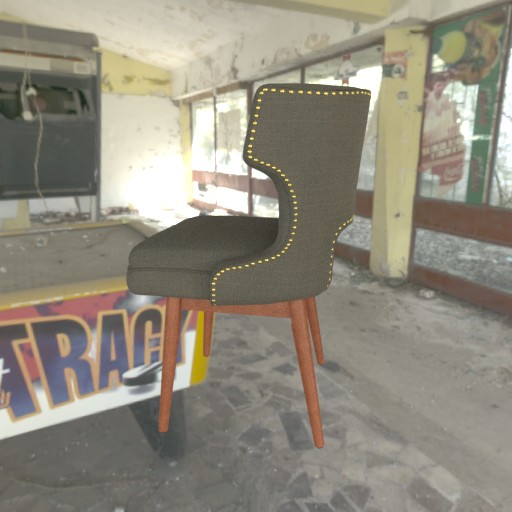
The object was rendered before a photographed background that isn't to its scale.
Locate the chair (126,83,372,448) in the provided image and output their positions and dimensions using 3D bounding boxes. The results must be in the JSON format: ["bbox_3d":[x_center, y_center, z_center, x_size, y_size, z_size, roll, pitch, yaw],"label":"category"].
[{"bbox_3d":[0.000,0.000,1.247,0.581,0.863,0.595,2,14,8],"label":"chair"}]
